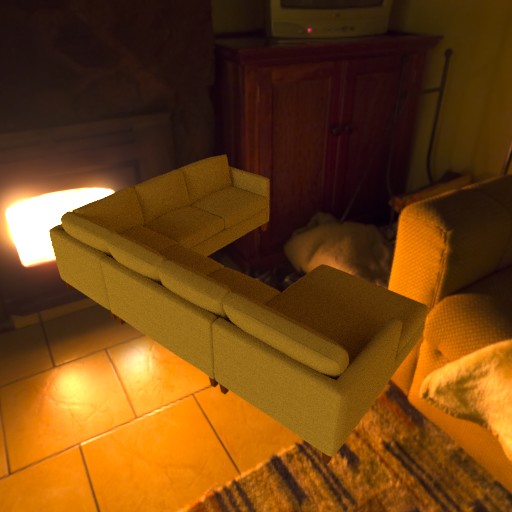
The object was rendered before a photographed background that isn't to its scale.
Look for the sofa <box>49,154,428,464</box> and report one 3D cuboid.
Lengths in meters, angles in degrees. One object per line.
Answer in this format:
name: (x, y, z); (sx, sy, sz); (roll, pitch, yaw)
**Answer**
sofa: (0.000, 0.000, 4.578); (3.460, 0.961, 2.594); (23, 38, 33)
